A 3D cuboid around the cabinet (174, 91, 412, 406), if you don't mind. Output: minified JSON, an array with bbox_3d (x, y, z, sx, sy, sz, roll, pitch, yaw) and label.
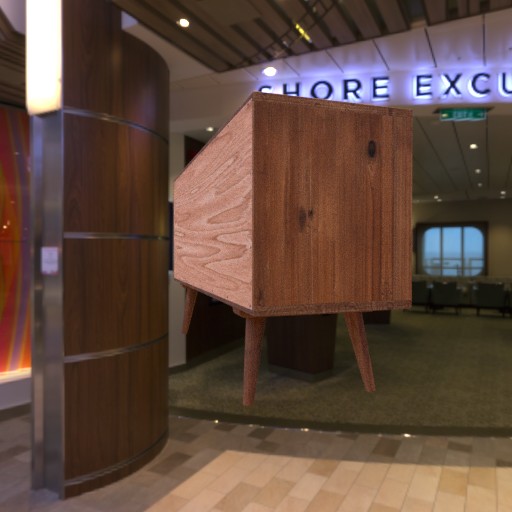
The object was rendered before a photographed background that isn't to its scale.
[{"bbox_3d":[0.000,0.000,1.794,0.472,0.800,1.400,0,1,-18],"label":"cabinet"}]
